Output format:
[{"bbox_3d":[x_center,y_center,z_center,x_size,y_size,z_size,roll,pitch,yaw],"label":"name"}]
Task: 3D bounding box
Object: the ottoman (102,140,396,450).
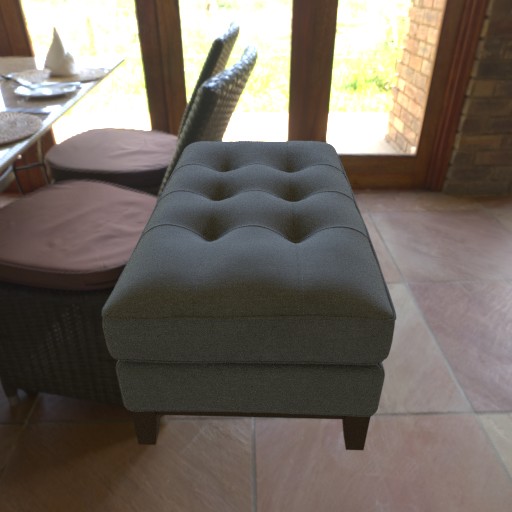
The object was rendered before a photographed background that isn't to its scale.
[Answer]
[{"bbox_3d":[0.000,0.000,1.503,0.648,0.514,1.143,1,32,1],"label":"ottoman"}]
